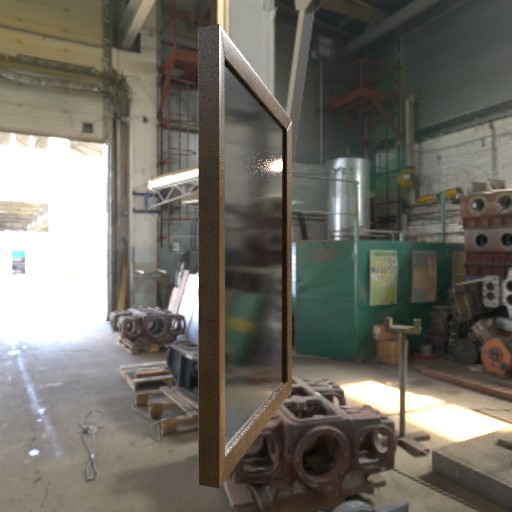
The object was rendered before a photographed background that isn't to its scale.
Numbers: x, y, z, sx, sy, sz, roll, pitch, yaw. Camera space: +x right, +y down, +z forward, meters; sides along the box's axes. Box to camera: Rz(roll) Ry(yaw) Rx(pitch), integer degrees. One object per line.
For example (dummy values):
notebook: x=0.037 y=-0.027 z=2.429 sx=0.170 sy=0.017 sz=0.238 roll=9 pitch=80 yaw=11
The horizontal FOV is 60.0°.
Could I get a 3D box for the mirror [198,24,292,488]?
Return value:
mirror: x=0.000 y=0.000 z=0.925 sx=0.040 sy=0.710 sz=0.507 roll=0 pitch=0 yaw=17
